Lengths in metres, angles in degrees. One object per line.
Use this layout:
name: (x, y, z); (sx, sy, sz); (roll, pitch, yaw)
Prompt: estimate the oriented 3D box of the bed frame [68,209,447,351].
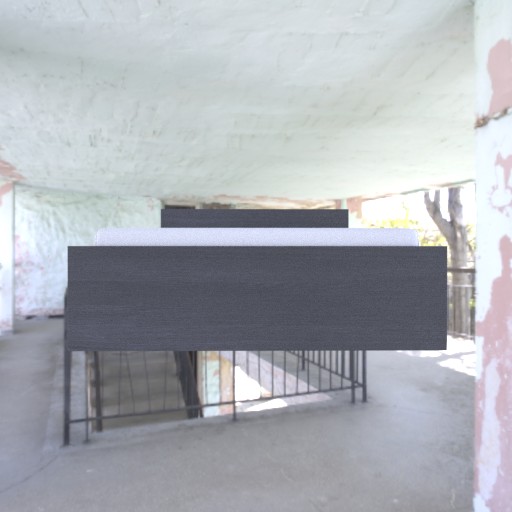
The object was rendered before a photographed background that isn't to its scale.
bed frame: (0.000, 0.000, 2.872); (1.622, 0.800, 1.960); (0, 0, -1)
